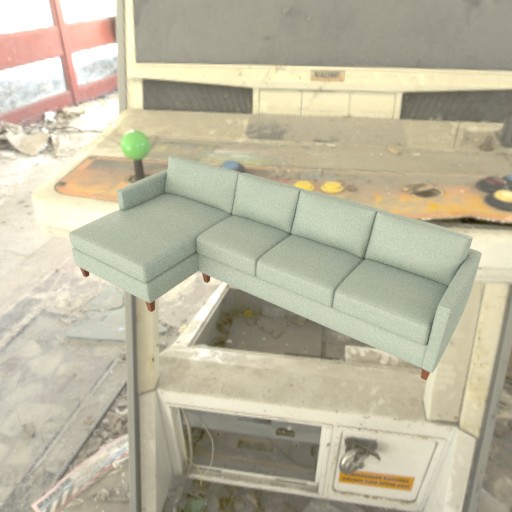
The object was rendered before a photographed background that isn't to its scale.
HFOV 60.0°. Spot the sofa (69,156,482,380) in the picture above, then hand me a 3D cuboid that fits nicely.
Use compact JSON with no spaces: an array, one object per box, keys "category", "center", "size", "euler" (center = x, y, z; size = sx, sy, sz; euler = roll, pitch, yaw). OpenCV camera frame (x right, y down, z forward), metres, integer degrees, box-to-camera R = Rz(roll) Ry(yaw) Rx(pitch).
[{"category":"sofa","center":[0.000,0.000,4.074],"size":[3.470,0.953,1.600],"euler":[21,38,29]}]
